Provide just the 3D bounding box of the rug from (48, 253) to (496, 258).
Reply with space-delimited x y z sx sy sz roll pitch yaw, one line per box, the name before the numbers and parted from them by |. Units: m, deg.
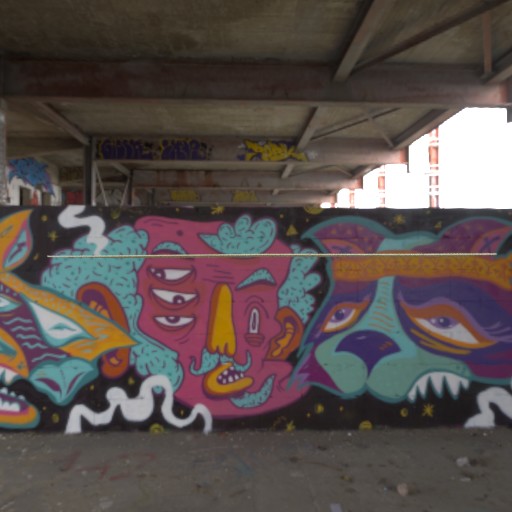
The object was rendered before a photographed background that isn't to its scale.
rug | 0.000 0.000 2.541 2.340 0.013 0.686 0 -1 18
